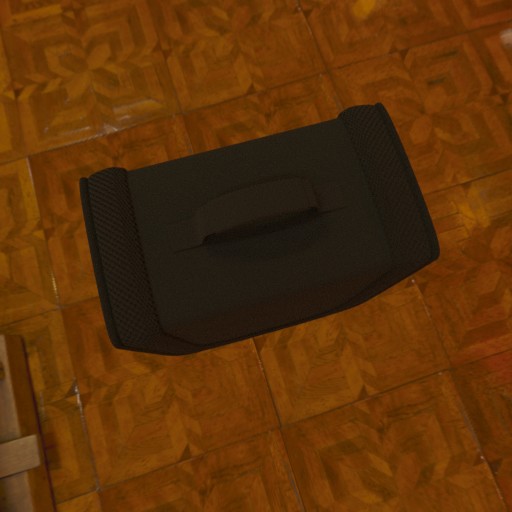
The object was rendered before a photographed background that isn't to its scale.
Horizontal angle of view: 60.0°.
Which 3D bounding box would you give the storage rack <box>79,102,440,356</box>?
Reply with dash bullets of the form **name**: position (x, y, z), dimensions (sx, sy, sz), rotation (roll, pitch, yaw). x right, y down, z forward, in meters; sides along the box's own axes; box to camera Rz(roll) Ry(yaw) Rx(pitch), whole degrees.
- **storage rack**: position (0.000, 0.000, 0.547), dimensions (0.297, 0.387, 0.168), rotation (-15, 76, -4)
